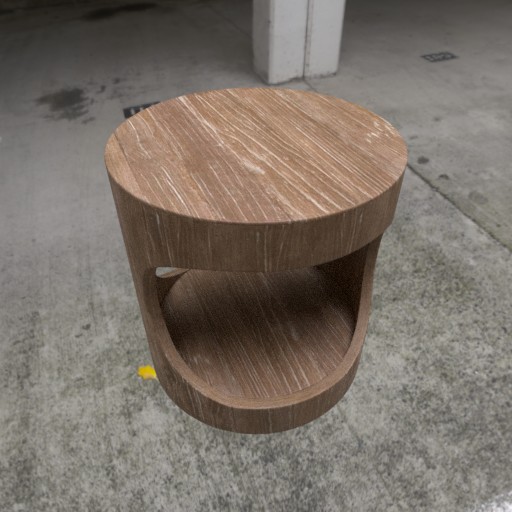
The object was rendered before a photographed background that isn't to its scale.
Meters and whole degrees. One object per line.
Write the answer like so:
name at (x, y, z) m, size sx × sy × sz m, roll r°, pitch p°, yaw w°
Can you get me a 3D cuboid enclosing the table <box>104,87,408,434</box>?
table at (0.000, 0.000, 0.970) m, size 0.527 × 0.551 × 0.527 m, roll 0°, pitch 40°, yaw 0°
